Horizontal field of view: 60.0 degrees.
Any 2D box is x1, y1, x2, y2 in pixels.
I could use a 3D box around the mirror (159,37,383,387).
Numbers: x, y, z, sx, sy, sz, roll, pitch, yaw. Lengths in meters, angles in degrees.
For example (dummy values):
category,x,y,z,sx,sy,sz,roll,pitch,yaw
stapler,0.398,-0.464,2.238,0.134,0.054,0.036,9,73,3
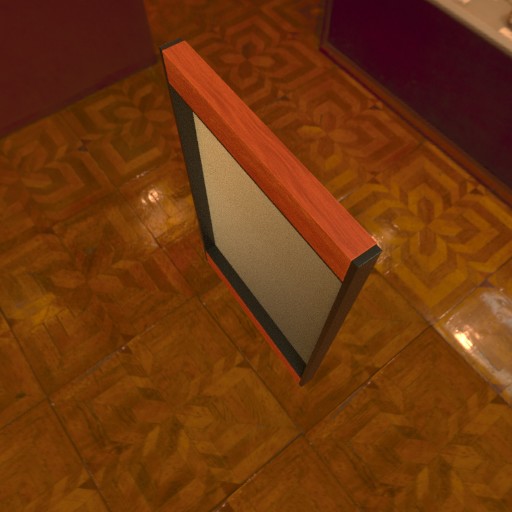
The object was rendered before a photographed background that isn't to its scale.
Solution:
category,x,y,z,sx,sy,sz,roll,pitch,yaw
mirror,0.000,0.000,1.049,0.047,0.823,0.525,-32,67,-15
